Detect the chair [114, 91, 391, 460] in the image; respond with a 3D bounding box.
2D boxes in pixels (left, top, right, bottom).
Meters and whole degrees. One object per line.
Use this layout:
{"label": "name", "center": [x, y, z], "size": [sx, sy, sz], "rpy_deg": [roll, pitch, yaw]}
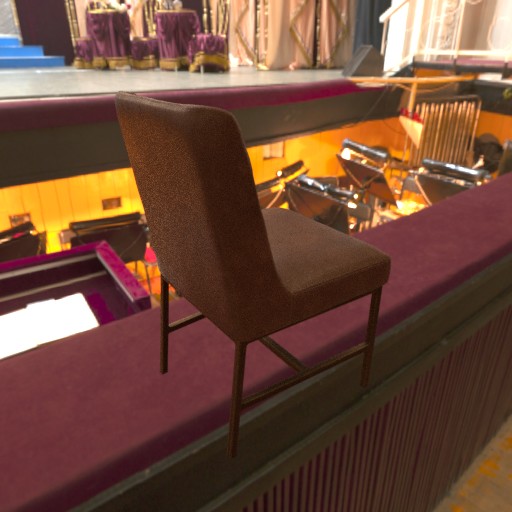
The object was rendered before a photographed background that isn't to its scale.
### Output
{"label": "chair", "center": [0.000, 0.000, 1.254], "size": [0.587, 0.889, 0.508], "rpy_deg": [-18, 31, -32]}
